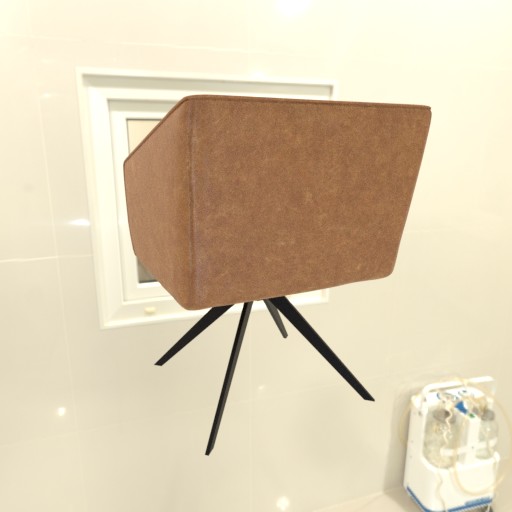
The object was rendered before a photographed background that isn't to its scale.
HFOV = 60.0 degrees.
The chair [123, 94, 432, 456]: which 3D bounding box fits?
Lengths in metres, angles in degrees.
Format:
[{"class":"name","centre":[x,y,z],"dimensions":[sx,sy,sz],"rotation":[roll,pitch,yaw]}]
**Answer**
[{"class":"chair","centre":[0.000,0.000,1.214],"dimensions":[0.588,0.760,0.625],"rotation":[-7,16,-26]}]
